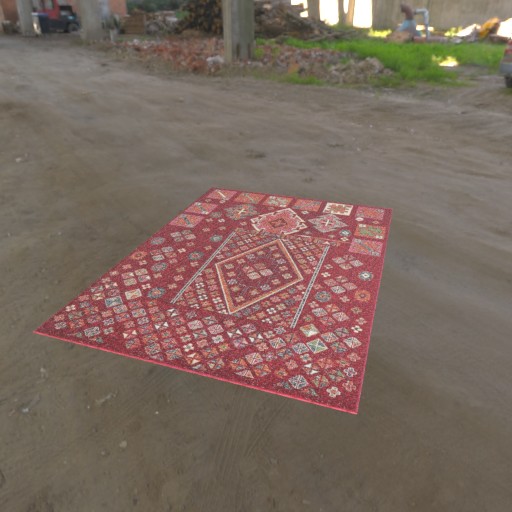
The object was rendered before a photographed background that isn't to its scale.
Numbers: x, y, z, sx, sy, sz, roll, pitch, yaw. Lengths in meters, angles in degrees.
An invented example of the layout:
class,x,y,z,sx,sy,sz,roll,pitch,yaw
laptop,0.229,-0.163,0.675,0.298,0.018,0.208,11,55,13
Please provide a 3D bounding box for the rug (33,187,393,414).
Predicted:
class,x,y,z,sx,sy,sz,roll,pitch,yaw
rug,0.000,0.000,4.338,2.389,0.011,3.306,9,30,16
